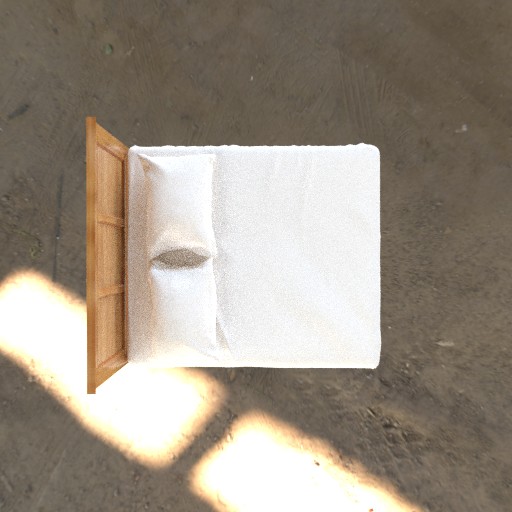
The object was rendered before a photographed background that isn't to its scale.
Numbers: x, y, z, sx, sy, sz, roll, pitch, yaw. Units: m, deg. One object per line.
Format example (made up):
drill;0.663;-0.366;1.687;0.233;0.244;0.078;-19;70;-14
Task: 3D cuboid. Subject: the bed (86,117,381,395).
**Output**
bed;0.000;0.000;3.250;2.035;1.273;1.870;0;90;1
